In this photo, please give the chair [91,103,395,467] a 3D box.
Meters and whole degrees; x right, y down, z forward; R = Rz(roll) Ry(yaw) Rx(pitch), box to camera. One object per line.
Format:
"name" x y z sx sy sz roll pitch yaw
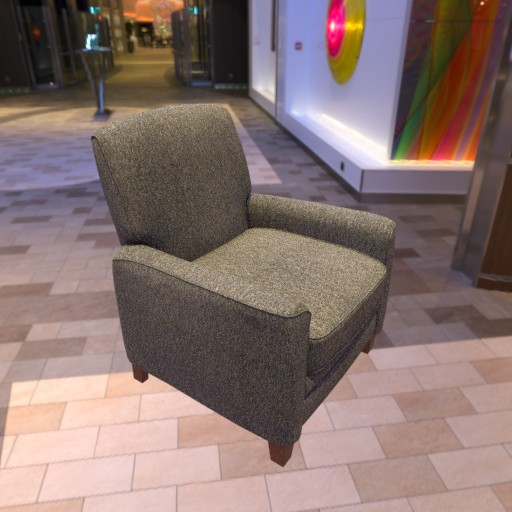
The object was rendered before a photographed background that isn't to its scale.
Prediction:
"chair" 0.000 0.000 1.669 0.864 1.014 0.848 18 32 31
